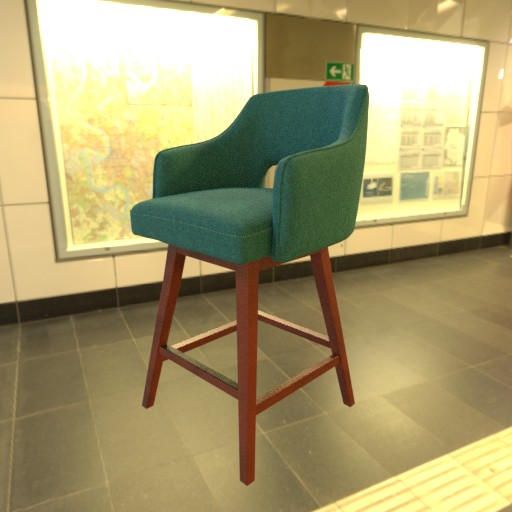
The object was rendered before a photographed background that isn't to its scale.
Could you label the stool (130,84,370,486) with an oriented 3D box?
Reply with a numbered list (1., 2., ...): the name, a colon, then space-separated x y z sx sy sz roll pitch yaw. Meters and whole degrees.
1. stool: 0.000 0.000 1.291 0.548 0.961 0.556 15 21 43
